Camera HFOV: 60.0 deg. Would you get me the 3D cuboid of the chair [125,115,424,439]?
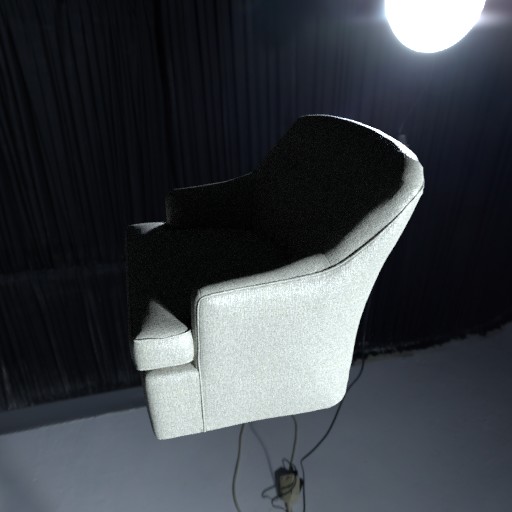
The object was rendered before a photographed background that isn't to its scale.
[{"bbox_3d":[0.000,0.000,1.608,0.923,0.856,0.864,-8,30,-13],"label":"chair"}]
